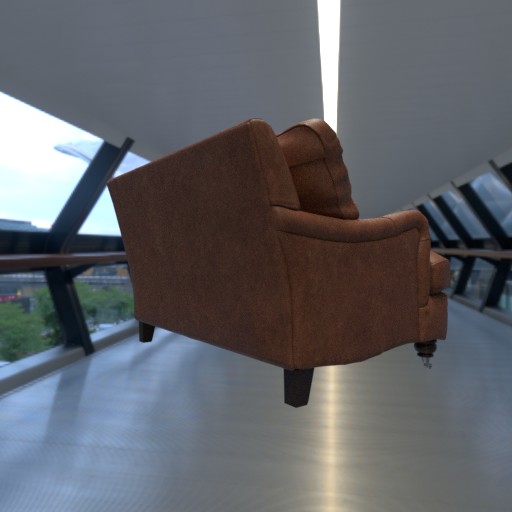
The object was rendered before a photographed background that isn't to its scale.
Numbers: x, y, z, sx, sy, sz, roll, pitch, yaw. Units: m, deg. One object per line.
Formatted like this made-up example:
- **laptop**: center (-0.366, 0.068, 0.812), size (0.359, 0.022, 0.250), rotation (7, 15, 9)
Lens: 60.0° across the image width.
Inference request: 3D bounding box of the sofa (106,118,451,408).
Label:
- **sofa**: center (0.000, 0.000, 2.231), size (1.077, 1.004, 1.527), rotation (0, 0, -36)
